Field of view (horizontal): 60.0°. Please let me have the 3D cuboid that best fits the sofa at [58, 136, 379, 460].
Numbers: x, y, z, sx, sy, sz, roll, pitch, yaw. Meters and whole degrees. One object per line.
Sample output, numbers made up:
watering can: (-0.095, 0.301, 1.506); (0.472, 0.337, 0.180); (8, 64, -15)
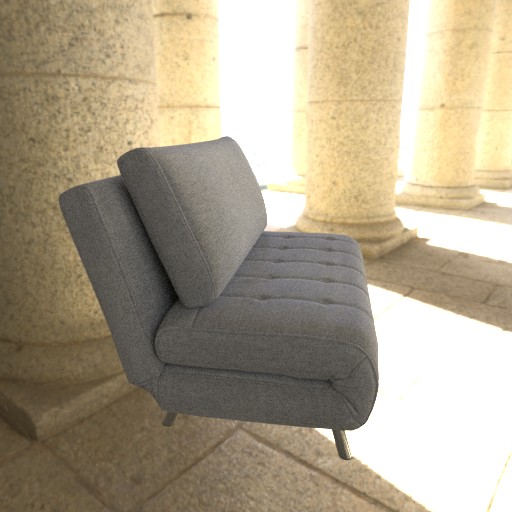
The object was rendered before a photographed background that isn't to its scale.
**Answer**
sofa: (0.000, 0.000, 1.806); (0.910, 0.910, 1.220); (3, 17, 10)
